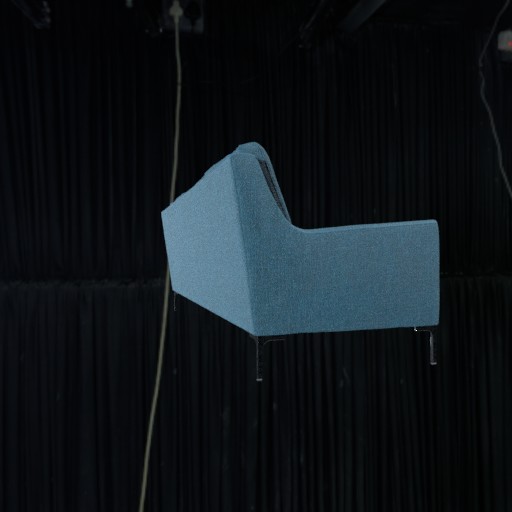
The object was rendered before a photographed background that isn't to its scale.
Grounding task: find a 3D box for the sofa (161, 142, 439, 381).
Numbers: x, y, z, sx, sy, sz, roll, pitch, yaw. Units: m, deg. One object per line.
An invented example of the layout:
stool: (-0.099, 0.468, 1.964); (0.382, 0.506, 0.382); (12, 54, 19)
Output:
sofa: (0.000, 0.000, 2.543); (0.849, 0.837, 2.060); (0, 0, -18)
